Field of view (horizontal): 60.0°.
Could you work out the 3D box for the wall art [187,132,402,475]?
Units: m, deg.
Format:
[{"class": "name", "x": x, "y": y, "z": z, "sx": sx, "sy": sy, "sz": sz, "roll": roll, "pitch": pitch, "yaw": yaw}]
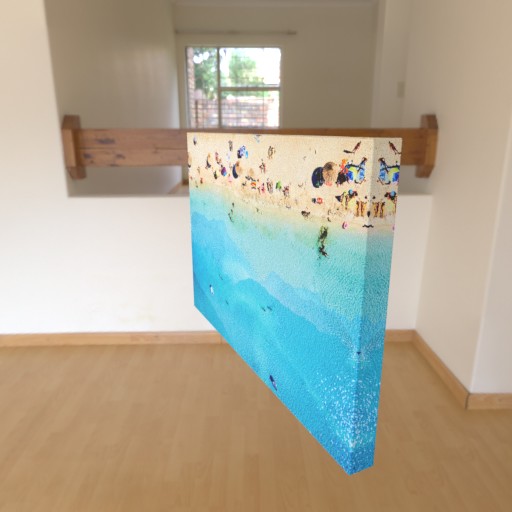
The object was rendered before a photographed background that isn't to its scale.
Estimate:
[{"class": "wall art", "x": 0.000, "y": 0.000, "z": 1.122, "sx": 0.057, "sy": 0.595, "sz": 0.894, "roll": -8, "pitch": 18, "yaw": -25}]
